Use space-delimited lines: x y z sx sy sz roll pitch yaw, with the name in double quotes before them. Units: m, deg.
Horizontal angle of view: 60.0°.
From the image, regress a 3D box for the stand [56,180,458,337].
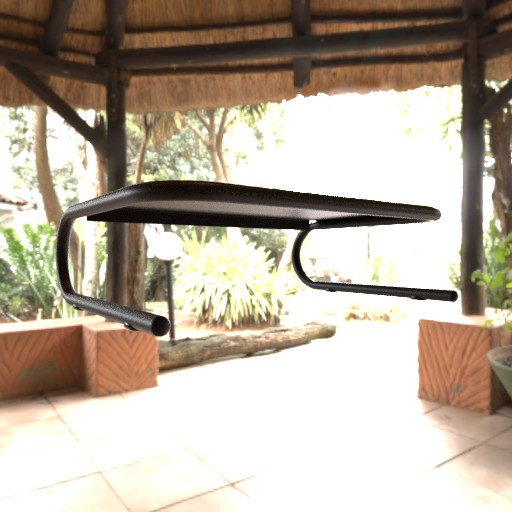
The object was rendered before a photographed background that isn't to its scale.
"stand" 0.000 0.000 0.506 0.370 0.108 0.280 0 0 -36
